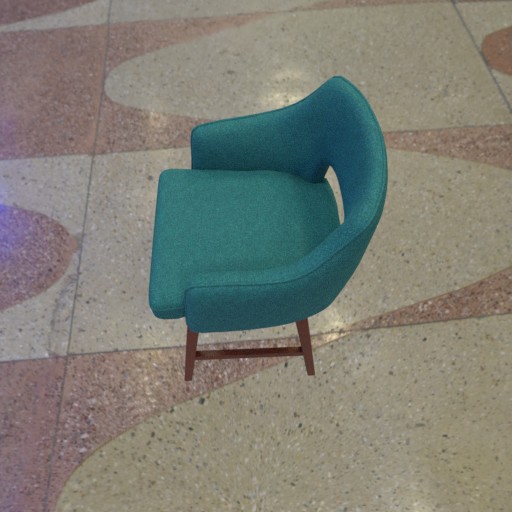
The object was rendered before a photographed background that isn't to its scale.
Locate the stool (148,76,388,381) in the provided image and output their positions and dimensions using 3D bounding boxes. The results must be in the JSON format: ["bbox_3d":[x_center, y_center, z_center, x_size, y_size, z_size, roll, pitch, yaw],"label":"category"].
[{"bbox_3d":[0.000,0.000,1.332,0.556,0.961,0.548,-2,59,-1],"label":"stool"}]
